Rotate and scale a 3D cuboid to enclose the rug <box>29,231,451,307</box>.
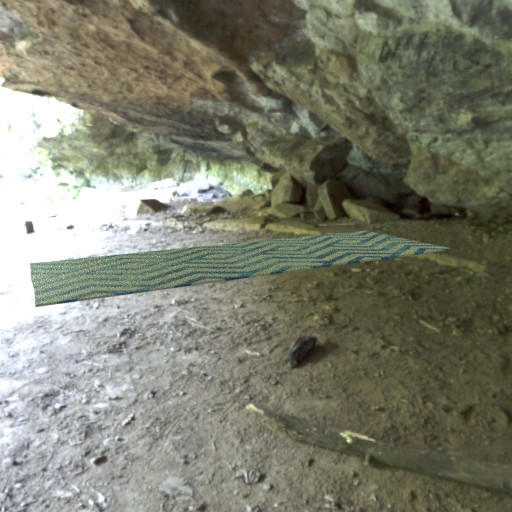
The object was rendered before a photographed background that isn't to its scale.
[{"bbox_3d":[0.000,0.000,1.640,1.492,0.007,0.503,-7,14,-27],"label":"rug"}]
